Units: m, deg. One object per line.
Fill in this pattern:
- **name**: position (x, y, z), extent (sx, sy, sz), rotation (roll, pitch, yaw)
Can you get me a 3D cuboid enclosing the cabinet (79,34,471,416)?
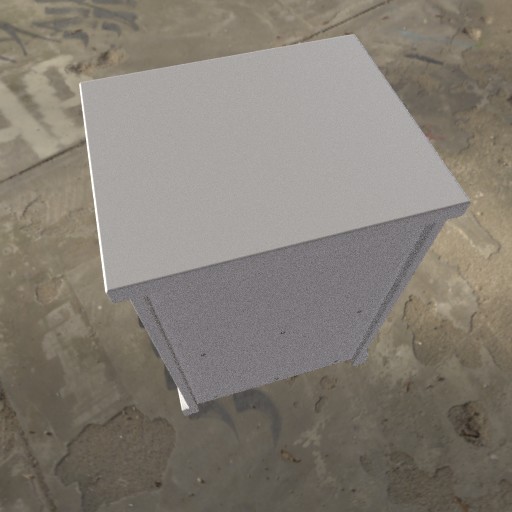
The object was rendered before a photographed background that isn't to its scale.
- **cabinet**: position (0.000, 0.000, 1.011), extent (0.520, 0.723, 0.431), rotation (-14, 59, -8)
